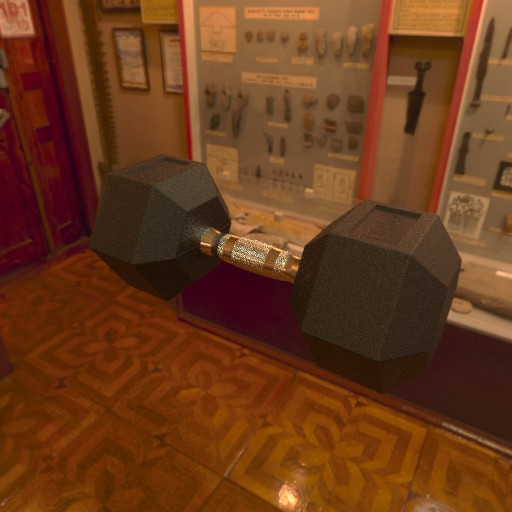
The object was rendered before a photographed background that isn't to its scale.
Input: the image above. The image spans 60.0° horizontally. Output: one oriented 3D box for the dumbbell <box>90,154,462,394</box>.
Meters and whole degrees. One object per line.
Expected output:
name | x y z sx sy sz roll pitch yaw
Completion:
dumbbell | 0.000 0.000 0.442 0.361 0.137 0.157 18 35 28
